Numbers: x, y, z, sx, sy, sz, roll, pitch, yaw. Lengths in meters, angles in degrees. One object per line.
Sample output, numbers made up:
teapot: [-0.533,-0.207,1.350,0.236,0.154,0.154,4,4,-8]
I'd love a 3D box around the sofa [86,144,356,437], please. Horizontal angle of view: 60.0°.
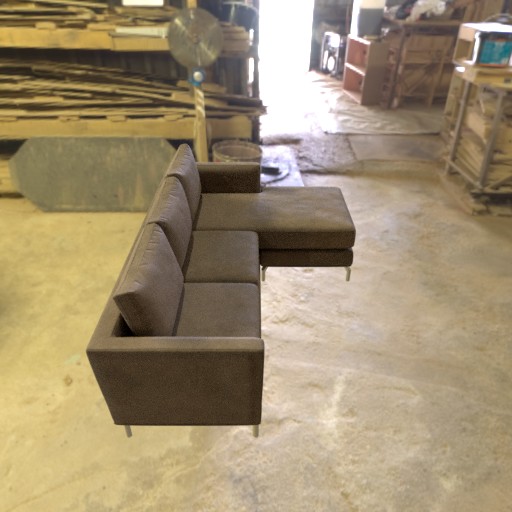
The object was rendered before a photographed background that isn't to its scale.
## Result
sofa: [0.000,0.000,3.242,1.622,0.987,2.438,0,33,0]
